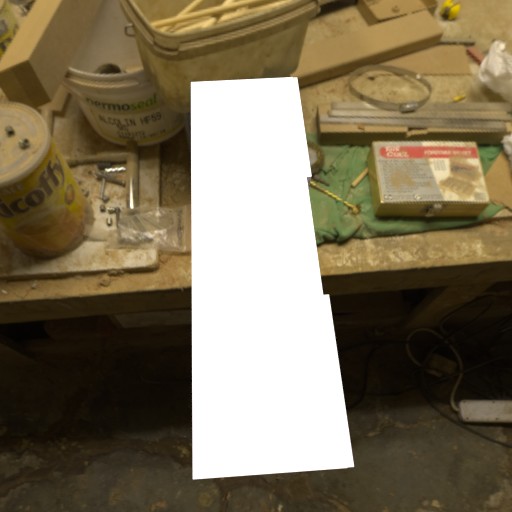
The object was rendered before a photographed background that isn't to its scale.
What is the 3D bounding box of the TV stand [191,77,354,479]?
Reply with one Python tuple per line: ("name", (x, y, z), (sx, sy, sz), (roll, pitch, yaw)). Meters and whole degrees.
("TV stand", (0.000, 0.000, 1.589), (0.420, 0.310, 1.400), (-3, 64, -2))
